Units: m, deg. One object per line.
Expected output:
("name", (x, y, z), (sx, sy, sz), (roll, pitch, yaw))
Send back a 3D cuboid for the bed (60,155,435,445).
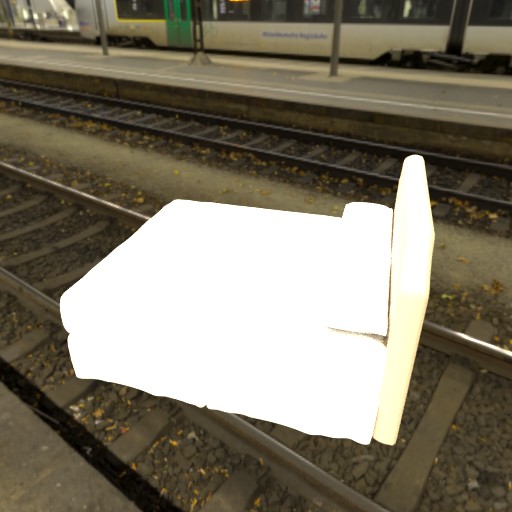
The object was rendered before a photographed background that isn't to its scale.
("bed", (0.000, 0.000, 3.796), (2.548, 1.524, 2.134), (8, 30, 14))
